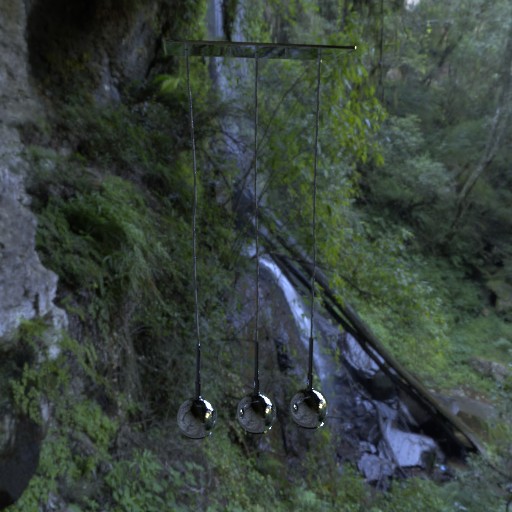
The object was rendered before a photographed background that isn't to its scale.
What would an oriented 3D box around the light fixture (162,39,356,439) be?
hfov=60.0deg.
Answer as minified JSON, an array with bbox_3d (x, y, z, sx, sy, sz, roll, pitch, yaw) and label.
[{"bbox_3d":[0.000,0.000,1.631,0.623,1.408,0.188,-2,13,-9],"label":"light fixture"}]
